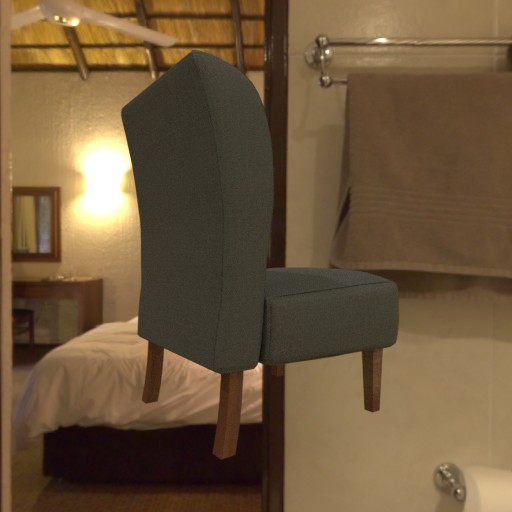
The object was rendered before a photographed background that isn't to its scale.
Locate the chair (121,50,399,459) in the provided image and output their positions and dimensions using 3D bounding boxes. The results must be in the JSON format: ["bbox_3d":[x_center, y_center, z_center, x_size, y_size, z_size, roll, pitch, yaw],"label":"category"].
[{"bbox_3d":[0.000,0.000,1.184,0.592,0.804,0.513,-1,1,-36],"label":"chair"}]
